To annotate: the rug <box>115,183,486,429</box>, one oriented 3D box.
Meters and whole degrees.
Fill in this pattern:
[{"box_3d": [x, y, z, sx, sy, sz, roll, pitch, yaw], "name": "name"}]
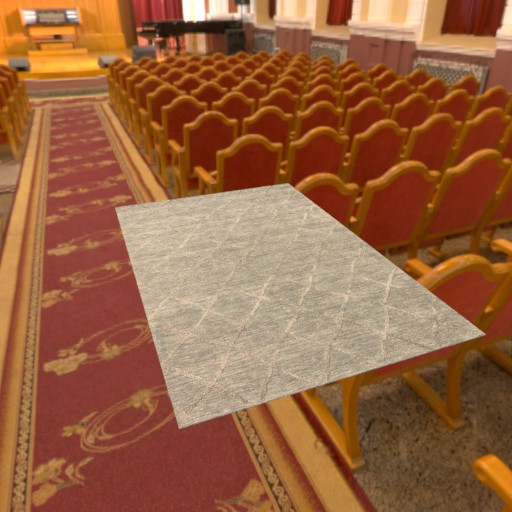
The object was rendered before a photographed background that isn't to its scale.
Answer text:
[{"box_3d": [0.000, 0.000, 2.854, 1.521, 0.006, 2.283, -11, 31, -19], "name": "rug"}]
